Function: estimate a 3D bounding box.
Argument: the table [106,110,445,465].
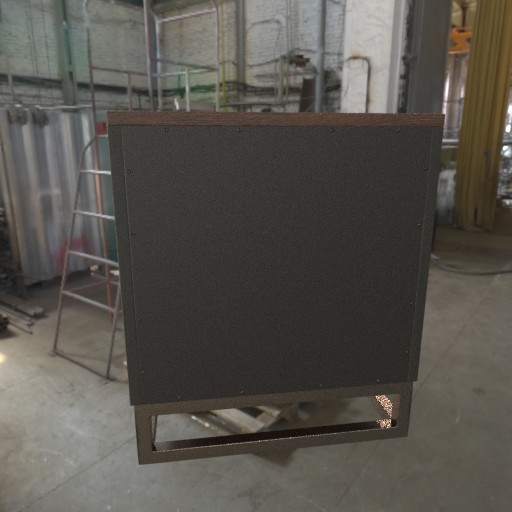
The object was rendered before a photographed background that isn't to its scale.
[{"bbox_3d":[0.000,0.000,0.991,0.506,0.582,0.566,-2,15,-8],"label":"table"}]
